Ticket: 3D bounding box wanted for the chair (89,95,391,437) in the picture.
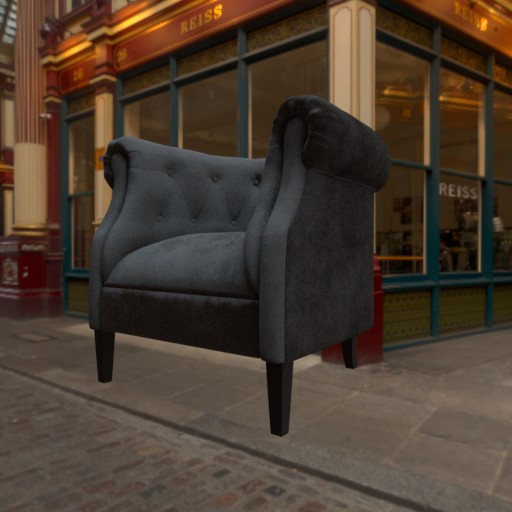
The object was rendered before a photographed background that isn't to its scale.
[{"bbox_3d":[0.000,0.000,1.553,0.904,0.826,0.851,1,1,36],"label":"chair"}]
